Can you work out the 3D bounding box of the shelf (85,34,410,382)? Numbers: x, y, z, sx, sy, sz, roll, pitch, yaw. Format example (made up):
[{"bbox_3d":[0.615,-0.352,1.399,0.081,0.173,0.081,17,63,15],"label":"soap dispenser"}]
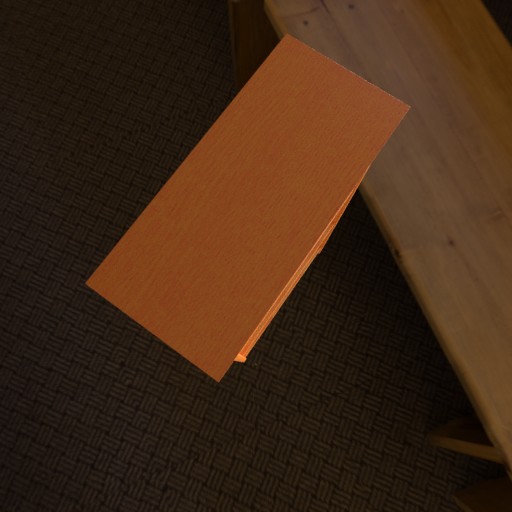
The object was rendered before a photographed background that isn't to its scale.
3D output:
[{"bbox_3d":[0.000,0.000,1.377,0.305,1.067,0.660,34,79,8],"label":"shelf"}]
